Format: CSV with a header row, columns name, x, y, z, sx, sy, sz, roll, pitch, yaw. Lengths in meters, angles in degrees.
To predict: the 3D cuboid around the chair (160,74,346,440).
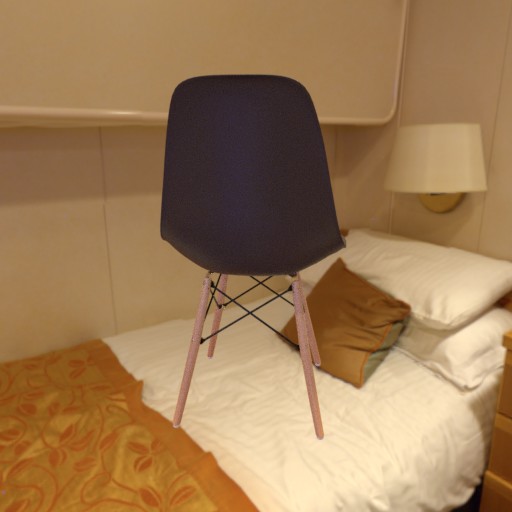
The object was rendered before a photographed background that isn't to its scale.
name,x,y,z,sx,sy,sz,roll,pitch,yaw
chair,0.000,0.000,1.159,0.470,0.825,0.533,2,16,7
